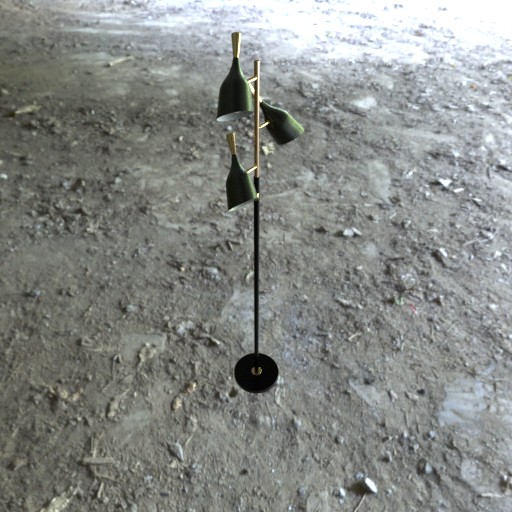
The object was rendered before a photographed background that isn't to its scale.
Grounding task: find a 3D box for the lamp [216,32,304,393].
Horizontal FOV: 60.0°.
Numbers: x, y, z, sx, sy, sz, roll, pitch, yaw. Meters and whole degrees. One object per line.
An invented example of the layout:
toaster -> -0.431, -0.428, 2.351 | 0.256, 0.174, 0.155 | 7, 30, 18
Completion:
lamp -> 0.000, 0.000, 1.925 | 0.253, 1.778, 0.434 | 27, 48, 27
